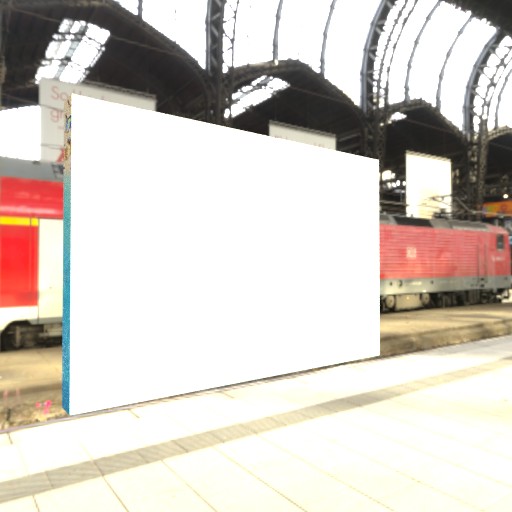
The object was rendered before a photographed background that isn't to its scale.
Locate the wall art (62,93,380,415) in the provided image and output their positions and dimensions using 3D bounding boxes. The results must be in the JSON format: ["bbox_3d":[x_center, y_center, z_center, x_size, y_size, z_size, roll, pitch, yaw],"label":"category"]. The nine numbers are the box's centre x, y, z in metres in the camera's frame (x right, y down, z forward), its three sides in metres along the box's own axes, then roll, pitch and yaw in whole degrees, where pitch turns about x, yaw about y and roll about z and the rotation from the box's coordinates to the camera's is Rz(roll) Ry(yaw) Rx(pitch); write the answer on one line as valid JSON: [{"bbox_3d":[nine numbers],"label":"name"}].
[{"bbox_3d":[0.000,0.000,1.106,0.894,0.595,0.057,1,-1,-37],"label":"wall art"}]
